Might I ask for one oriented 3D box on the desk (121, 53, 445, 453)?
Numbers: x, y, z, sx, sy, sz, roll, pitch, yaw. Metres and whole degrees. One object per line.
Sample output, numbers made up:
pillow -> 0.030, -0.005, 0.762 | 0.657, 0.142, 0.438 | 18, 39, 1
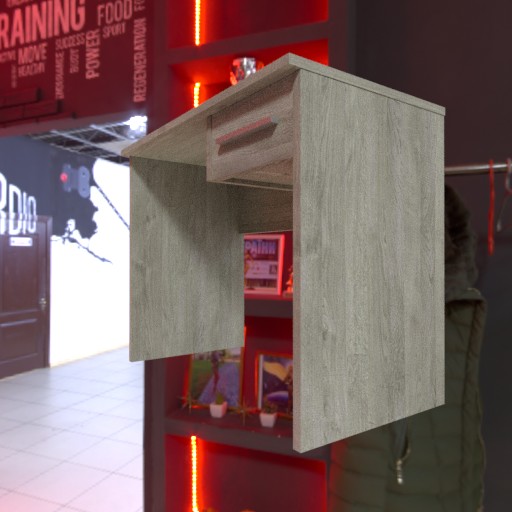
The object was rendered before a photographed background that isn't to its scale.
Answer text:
desk -> 0.000, 0.000, 1.299 | 0.498, 0.724, 0.893 | 0, 0, -36
